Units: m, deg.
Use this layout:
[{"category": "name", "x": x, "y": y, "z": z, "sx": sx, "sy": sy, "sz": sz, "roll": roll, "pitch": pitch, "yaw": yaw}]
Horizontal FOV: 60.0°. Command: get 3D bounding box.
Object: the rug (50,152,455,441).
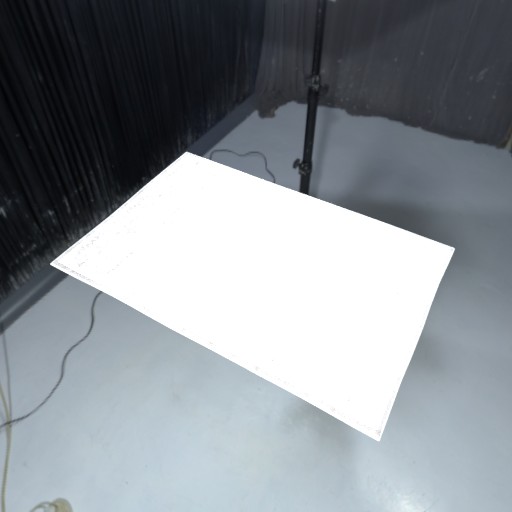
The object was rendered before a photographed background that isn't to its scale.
[{"category": "rug", "x": 0.000, "y": 0.000, "z": 3.599, "sx": 2.746, "sy": 0.018, "sz": 1.819, "roll": 23, "pitch": 51, "yaw": 20}]
